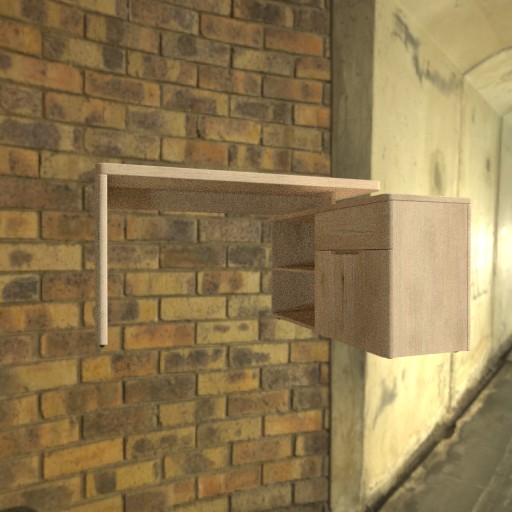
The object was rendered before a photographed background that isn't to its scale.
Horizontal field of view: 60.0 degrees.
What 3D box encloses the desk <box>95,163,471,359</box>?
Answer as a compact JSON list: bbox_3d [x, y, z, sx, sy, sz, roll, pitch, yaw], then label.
[{"bbox_3d":[0.000,0.000,2.051,1.400,0.770,1.175,0,0,-20],"label":"desk"}]
